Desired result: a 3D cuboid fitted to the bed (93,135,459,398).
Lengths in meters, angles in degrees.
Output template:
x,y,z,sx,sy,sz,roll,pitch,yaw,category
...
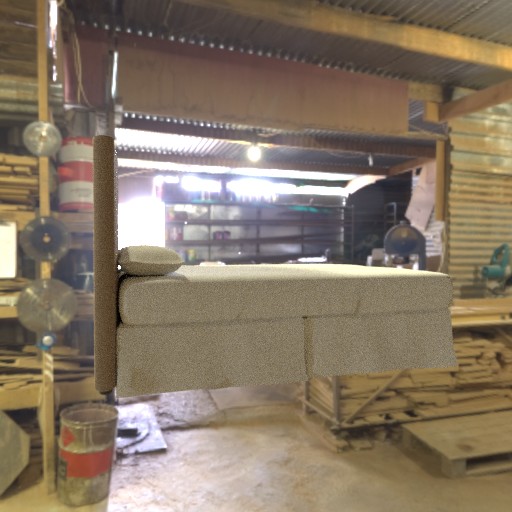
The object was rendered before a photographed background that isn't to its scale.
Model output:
x,y,z,sx,sy,sz,roll,pitch,yaw,category
0.000,0.000,3.395,2.282,1.436,1.821,0,1,-18,bed
